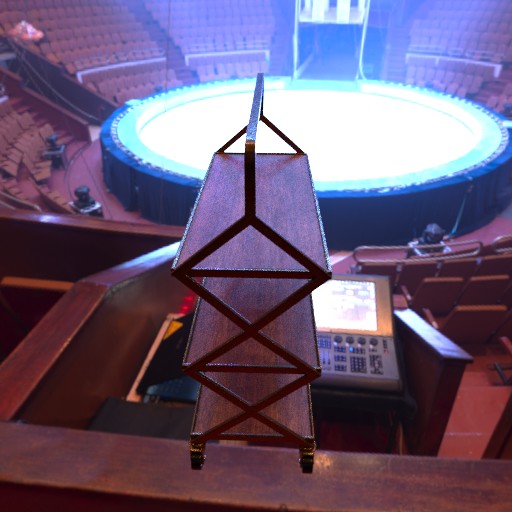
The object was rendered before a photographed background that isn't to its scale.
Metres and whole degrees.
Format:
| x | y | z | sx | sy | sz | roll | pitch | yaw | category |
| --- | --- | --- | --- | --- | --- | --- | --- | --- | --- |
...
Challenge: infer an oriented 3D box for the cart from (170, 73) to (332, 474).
| x | y | z | sx | sy | sz | roll | pitch | yaw | category |
| --- | --- | --- | --- | --- | --- | --- | --- | --- | --- |
| 0.000 | 0.000 | 1.168 | 0.313 | 0.805 | 0.723 | 1 | 31 | 2 | cart |
